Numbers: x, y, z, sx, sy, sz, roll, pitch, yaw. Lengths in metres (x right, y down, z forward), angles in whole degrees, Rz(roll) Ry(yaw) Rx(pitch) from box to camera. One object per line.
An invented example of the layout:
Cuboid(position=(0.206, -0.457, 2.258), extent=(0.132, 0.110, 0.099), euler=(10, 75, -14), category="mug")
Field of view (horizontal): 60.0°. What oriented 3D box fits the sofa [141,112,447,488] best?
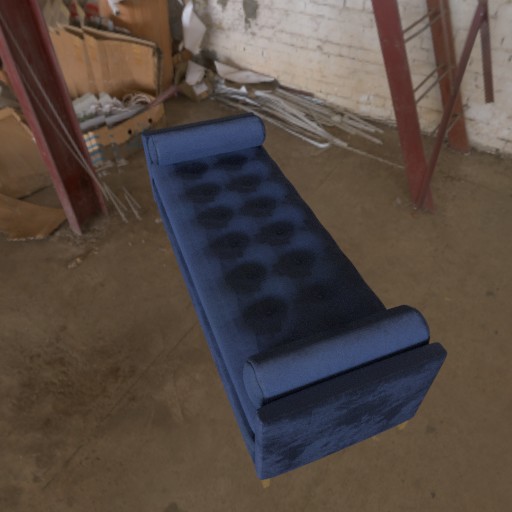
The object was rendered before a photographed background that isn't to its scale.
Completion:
Cuboid(position=(0.000, 0.000, 2.469), extent=(0.796, 0.705, 2.102), euler=(-15, 47, -15), category="sofa")
